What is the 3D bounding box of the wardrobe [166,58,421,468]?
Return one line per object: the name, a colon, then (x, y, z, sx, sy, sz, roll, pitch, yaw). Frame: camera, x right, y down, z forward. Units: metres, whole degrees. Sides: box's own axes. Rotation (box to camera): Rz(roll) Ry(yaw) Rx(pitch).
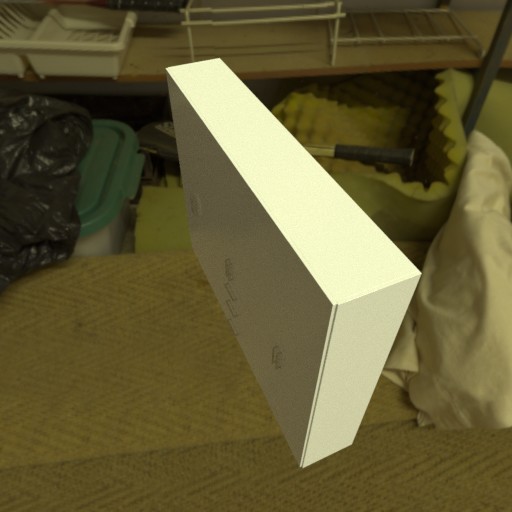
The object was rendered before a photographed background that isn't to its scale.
wardrobe: (0.000, 0.000, 4.060, 0.580, 2.360, 3.000, -18, 49, -16)
